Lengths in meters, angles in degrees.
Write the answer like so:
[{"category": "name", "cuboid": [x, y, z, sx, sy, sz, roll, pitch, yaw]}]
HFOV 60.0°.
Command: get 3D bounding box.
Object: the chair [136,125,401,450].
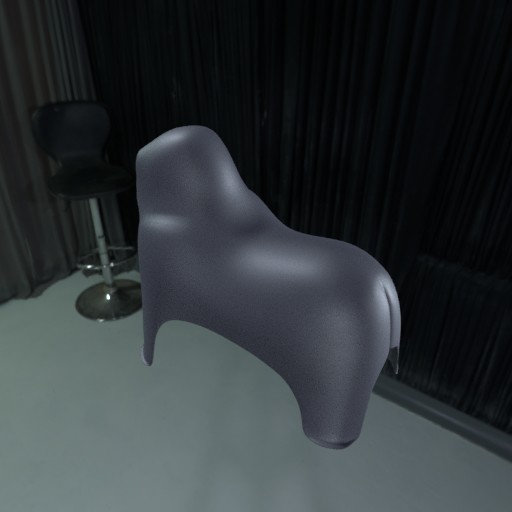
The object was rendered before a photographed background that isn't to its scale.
[{"category": "chair", "cuboid": [0.000, 0.000, 1.142, 0.758, 0.600, 0.490, 20, 36, 30]}]
